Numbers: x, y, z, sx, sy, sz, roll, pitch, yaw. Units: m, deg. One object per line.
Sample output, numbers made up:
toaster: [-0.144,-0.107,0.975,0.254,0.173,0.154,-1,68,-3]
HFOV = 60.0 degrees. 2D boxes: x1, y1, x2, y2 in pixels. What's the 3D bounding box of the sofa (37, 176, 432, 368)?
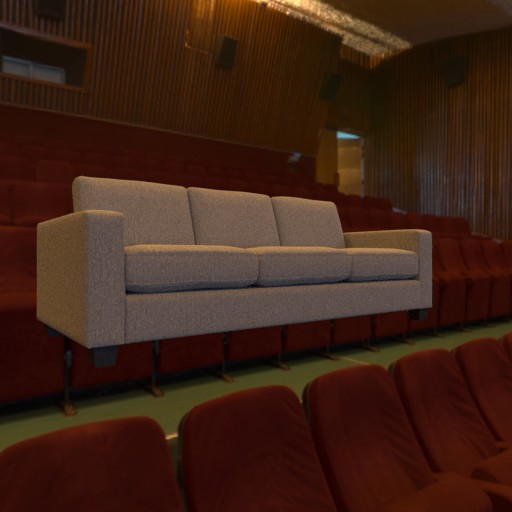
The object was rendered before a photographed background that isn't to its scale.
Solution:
sofa: [0.000,0.000,2.514,2.120,0.800,0.900,0,0,-36]
